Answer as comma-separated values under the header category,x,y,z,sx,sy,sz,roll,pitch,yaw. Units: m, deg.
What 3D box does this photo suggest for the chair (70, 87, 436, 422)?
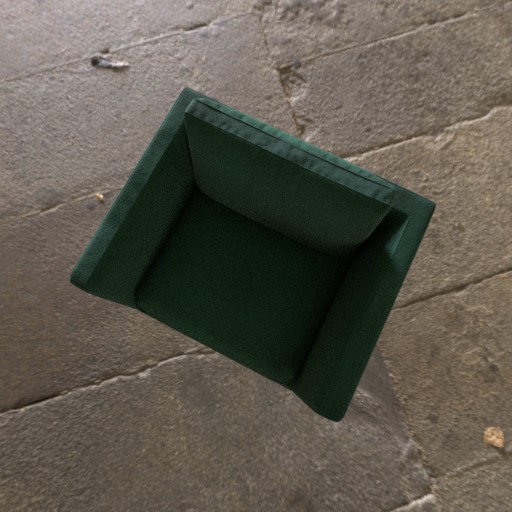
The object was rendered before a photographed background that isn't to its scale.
category,x,y,z,sx,sy,sz,roll,pitch,yaw
chair,0.000,0.000,1.799,1.047,0.997,0.852,26,79,5
